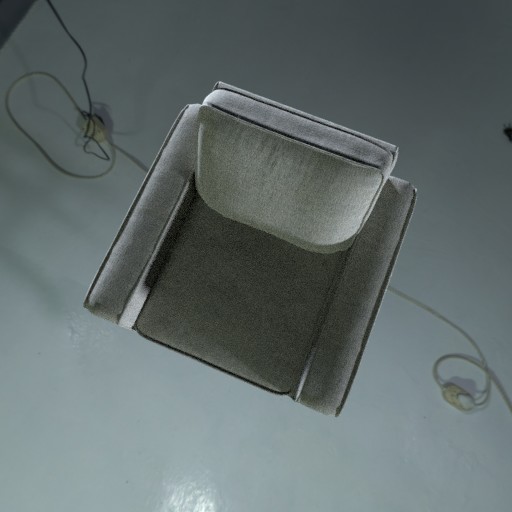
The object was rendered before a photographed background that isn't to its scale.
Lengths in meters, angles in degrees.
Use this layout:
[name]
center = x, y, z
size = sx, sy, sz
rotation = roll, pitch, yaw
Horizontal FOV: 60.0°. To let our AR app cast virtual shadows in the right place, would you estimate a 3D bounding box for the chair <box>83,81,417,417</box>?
[chair]
center = 0.000, 0.000, 1.783
size = 1.016, 0.914, 0.940
rotation = 22, 77, 5
